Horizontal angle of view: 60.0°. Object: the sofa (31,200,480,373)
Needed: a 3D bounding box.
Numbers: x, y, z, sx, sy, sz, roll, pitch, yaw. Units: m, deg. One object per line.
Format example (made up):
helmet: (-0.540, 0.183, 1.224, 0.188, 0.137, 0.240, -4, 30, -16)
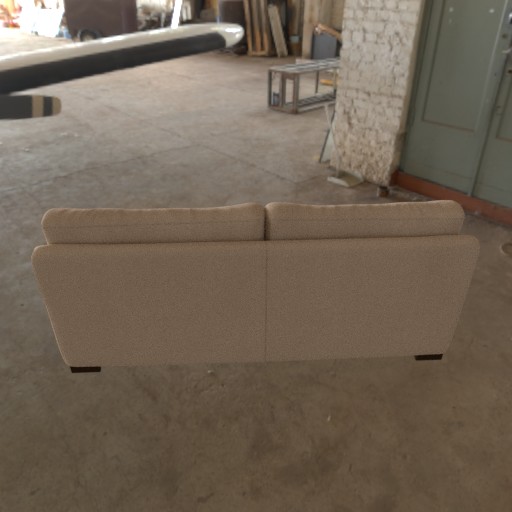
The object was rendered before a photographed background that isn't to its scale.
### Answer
sofa: (0.000, 0.000, 2.617, 2.147, 0.925, 0.929, -1, 31, -2)
